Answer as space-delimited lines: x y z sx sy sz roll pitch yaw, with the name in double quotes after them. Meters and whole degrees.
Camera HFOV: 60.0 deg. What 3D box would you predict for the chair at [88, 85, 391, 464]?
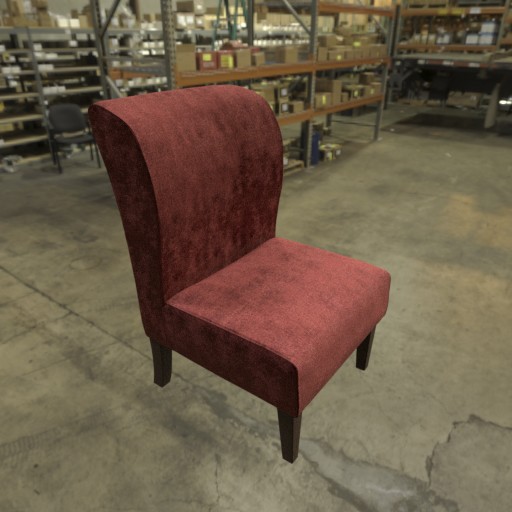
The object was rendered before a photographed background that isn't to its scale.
0.000 0.000 1.257 0.640 0.846 0.538 19 33 33 "chair"
